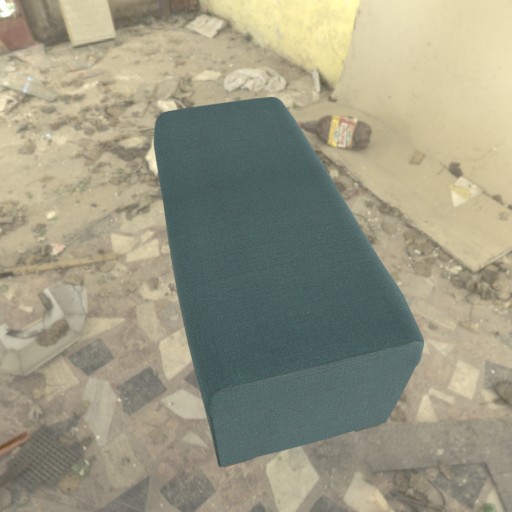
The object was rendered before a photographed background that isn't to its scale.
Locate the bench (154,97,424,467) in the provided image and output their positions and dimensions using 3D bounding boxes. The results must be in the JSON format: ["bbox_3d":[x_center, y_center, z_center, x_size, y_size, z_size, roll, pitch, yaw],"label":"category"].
[{"bbox_3d":[0.000,0.000,1.280,0.476,0.474,0.995,-11,48,-10],"label":"bench"}]
